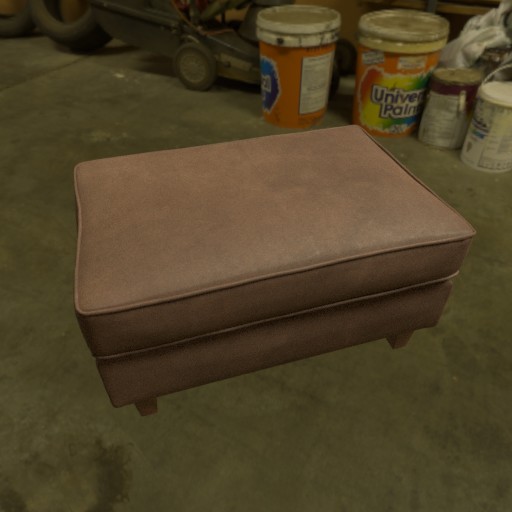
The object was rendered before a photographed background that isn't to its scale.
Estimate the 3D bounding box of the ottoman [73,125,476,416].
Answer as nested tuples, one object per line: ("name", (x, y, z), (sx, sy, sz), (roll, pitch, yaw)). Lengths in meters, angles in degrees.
("ottoman", (0.000, 0.000, 1.198), (0.860, 0.481, 0.596), (-11, 42, -13))
